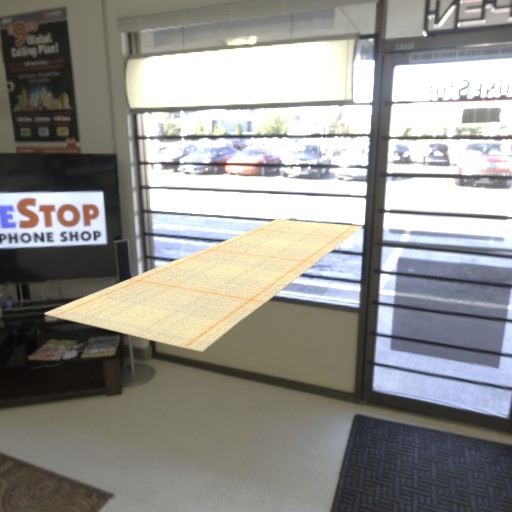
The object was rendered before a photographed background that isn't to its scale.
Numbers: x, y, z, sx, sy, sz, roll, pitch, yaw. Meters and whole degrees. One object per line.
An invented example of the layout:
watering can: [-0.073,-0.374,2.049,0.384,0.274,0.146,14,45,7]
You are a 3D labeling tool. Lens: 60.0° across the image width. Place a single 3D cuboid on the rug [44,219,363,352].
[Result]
rug: [0.000,0.000,2.730,0.770,0.016,2.442,7,16,25]
